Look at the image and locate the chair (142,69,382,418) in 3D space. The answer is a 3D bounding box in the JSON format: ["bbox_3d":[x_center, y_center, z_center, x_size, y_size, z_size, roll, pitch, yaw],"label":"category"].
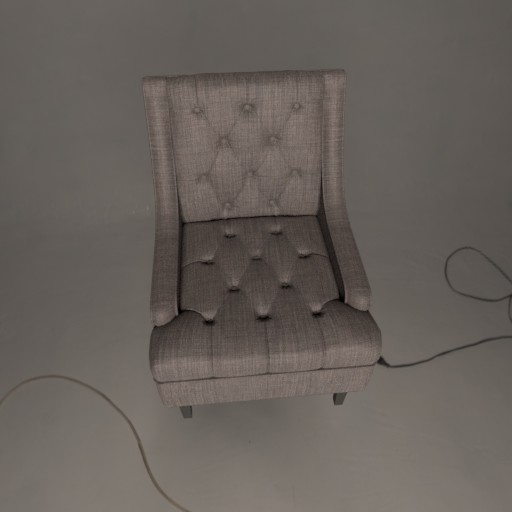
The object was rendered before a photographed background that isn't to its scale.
[{"bbox_3d":[0.000,0.000,1.428,0.655,0.891,0.771,-4,46,-4],"label":"chair"}]
